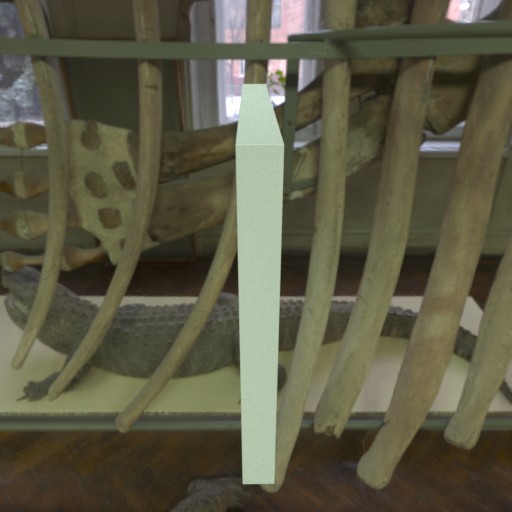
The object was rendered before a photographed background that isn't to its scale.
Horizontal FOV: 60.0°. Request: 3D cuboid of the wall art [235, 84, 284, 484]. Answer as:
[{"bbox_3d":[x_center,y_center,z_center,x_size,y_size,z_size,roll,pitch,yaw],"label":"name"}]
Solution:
[{"bbox_3d":[0.000,0.000,0.619,0.038,0.406,0.406,0,27,-1],"label":"wall art"}]
